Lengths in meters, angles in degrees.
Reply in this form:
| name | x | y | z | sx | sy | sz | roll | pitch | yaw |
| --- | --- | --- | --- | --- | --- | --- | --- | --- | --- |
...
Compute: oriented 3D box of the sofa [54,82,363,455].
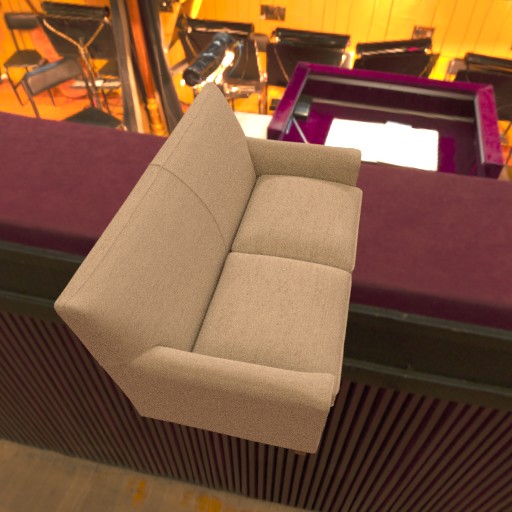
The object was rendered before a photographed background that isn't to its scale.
| name | x | y | z | sx | sy | sz | roll | pitch | yaw |
| --- | --- | --- | --- | --- | --- | --- | --- | --- | --- |
| sofa | 0.000 | 0.000 | 2.036 | 0.891 | 0.892 | 1.482 | 10 | 47 | 9 |
